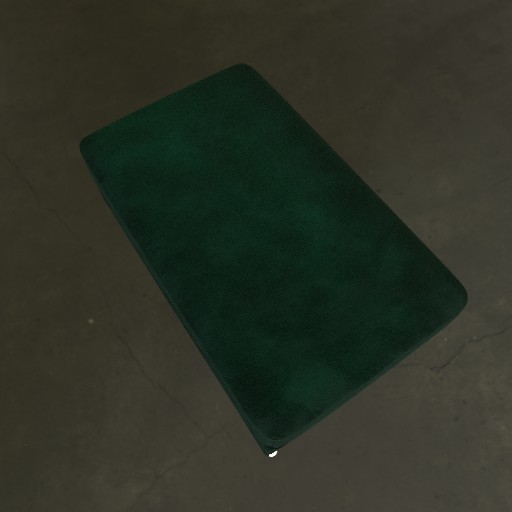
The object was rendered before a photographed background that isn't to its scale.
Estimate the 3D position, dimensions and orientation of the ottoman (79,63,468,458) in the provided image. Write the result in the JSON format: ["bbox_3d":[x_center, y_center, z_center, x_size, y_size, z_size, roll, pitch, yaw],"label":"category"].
[{"bbox_3d":[0.000,0.000,1.223,0.536,0.533,0.886,-31,68,-15],"label":"ottoman"}]
